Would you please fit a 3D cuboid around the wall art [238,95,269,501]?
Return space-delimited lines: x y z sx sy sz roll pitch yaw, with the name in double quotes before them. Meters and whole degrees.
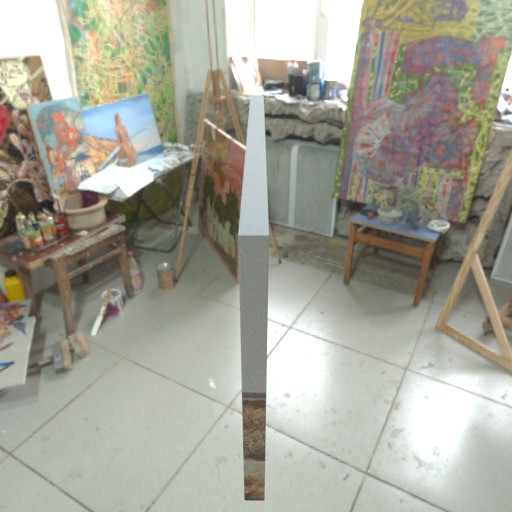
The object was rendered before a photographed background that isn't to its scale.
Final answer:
"wall art" 0.000 0.000 1.414 0.051 0.761 1.138 0 31 0
